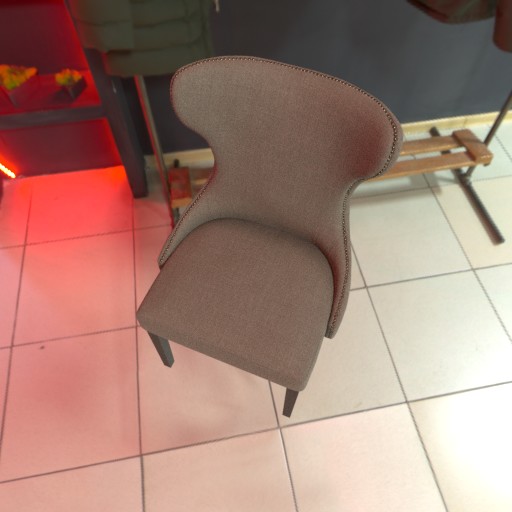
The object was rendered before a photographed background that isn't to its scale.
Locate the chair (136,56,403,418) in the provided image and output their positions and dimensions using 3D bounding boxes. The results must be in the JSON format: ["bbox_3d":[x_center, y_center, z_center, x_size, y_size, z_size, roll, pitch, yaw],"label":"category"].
[{"bbox_3d":[0.000,0.000,1.390,0.628,0.967,0.635,19,59,12],"label":"chair"}]
